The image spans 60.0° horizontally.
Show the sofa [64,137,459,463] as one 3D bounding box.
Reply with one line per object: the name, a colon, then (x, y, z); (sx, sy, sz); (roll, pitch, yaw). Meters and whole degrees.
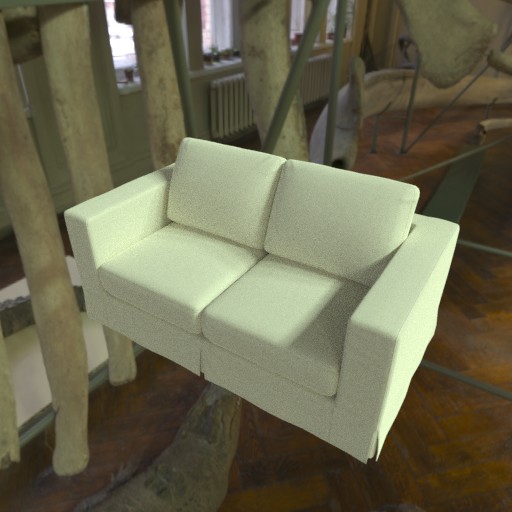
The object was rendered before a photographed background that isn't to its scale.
sofa: (0.000, 0.000, 2.370); (1.813, 0.932, 1.009); (19, 36, 27)
